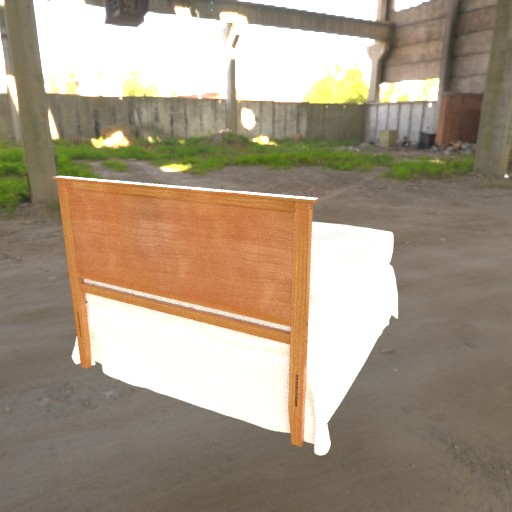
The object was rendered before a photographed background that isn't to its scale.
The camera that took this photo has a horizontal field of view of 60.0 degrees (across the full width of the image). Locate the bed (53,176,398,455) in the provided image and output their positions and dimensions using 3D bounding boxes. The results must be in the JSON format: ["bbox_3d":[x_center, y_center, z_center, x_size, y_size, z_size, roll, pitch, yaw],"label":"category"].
[{"bbox_3d":[0.000,0.000,3.262,1.870,1.273,2.035,9,19,27],"label":"bed"}]
